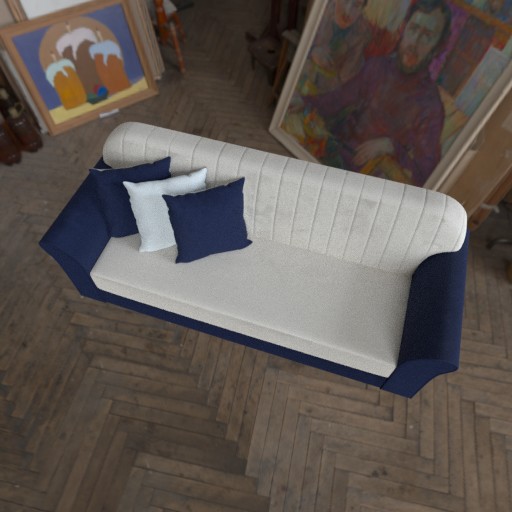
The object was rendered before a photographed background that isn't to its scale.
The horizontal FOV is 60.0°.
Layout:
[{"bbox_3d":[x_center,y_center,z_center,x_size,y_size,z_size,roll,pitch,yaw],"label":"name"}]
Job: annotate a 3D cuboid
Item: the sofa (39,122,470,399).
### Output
[{"bbox_3d":[0.000,0.000,2.326,2.006,0.789,0.749,15,58,10],"label":"sofa"}]
